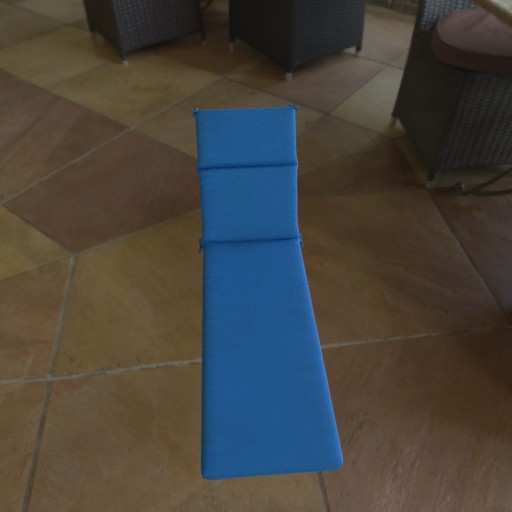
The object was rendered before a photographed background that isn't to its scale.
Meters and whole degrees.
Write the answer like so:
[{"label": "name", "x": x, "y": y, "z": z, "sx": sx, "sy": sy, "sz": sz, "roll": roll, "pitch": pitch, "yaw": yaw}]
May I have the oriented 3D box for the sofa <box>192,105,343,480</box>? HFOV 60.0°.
[{"label": "sofa", "x": 0.000, "y": 0.000, "z": 1.975, "sx": 0.582, "sy": 0.622, "sz": 1.663, "roll": -3, "pitch": 47, "yaw": -3}]
